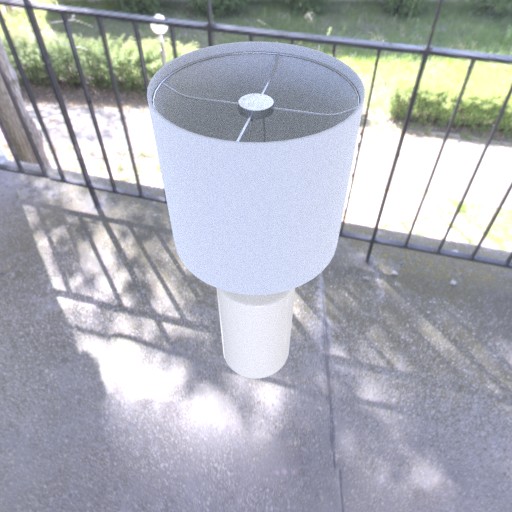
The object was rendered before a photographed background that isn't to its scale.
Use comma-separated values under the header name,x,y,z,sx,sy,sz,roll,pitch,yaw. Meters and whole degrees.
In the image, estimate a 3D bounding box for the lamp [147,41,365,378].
name,x,y,z,sx,sy,sz,roll,pitch,yaw
lamp,0.000,0.000,0.615,0.212,0.493,0.212,11,48,10
